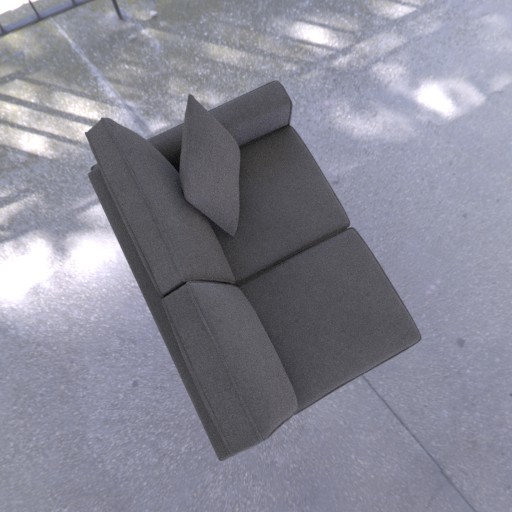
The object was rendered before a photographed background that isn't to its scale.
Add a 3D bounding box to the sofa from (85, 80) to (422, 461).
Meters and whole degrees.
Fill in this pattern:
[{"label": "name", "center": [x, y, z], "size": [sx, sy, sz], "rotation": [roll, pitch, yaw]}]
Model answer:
[{"label": "sofa", "center": [0.000, 0.000, 2.050], "size": [0.991, 0.989, 1.388], "rotation": [-27, 77, -6]}]
